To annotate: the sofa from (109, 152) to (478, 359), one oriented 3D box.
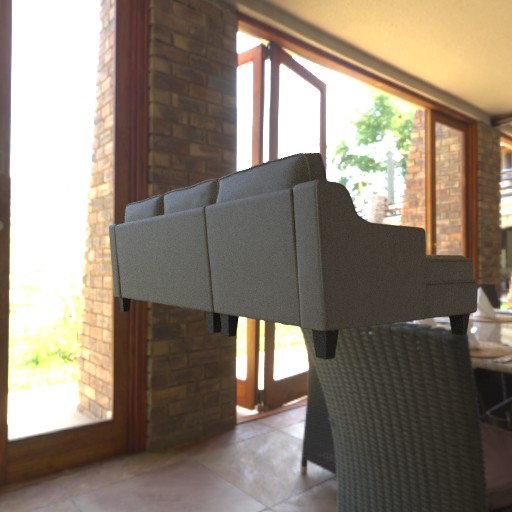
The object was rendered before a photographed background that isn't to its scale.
[{"bbox_3d":[0.000,0.000,3.185,1.294,0.928,2.561,1,-2,-37],"label":"sofa"}]
